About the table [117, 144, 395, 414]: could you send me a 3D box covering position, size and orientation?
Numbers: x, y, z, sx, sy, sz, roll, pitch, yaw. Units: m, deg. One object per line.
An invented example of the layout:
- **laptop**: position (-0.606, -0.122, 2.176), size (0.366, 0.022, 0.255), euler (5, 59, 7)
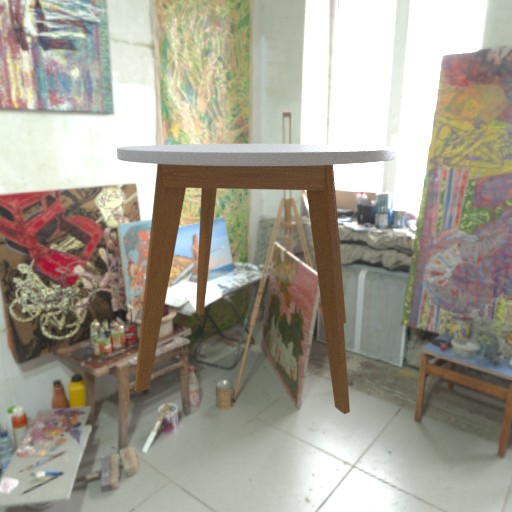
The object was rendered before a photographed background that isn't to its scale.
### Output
- **table**: position (0.000, 0.000, 1.590), size (0.896, 0.762, 0.896), euler (0, 15, 0)
